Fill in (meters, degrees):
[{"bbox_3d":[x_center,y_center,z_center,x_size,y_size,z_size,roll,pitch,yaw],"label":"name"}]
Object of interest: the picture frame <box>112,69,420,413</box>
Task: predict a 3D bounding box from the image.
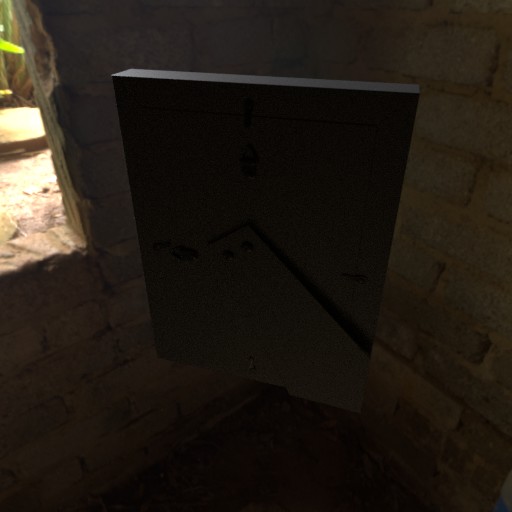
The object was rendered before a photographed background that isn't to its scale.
[{"bbox_3d":[0.000,0.000,0.278,0.157,0.208,0.028,9,33,14],"label":"picture frame"}]
